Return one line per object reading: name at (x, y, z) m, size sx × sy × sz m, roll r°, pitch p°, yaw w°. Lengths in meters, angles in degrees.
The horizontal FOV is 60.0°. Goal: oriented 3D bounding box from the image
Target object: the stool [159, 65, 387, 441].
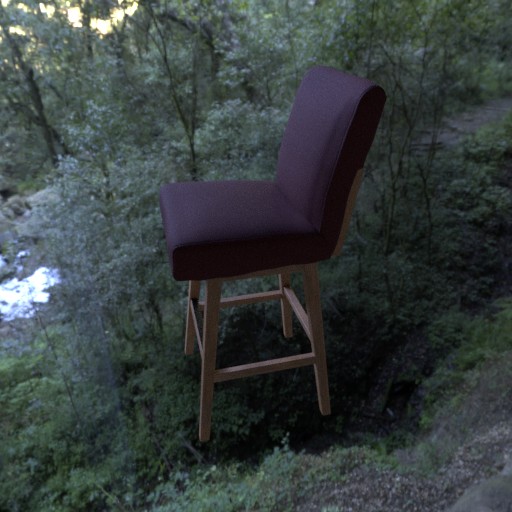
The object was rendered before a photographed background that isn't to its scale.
stool at (0.000, 0.000, 1.434) m, size 0.562 × 1.093 × 0.468 m, roll -7°, pitch 31°, yaw -12°
